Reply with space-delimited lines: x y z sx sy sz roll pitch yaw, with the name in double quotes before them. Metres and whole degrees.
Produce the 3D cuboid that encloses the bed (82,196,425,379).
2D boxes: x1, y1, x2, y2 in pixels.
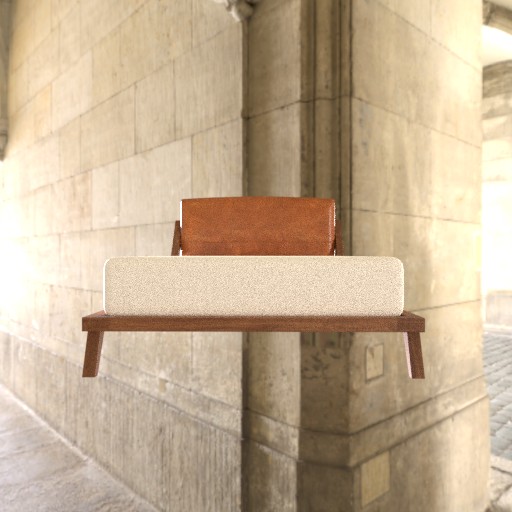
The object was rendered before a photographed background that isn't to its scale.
"bed" 0.000 0.000 3.285 1.651 1.168 2.311 0 0 1
